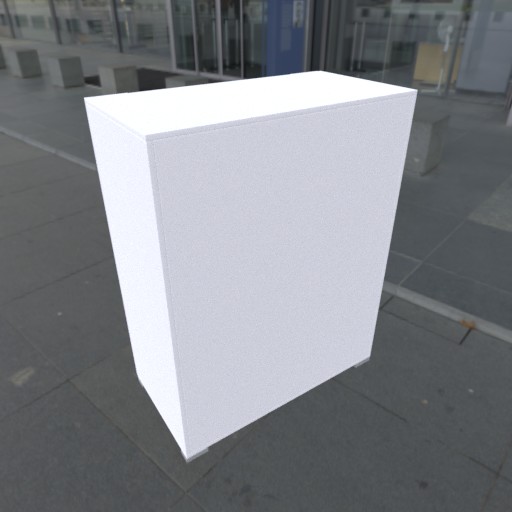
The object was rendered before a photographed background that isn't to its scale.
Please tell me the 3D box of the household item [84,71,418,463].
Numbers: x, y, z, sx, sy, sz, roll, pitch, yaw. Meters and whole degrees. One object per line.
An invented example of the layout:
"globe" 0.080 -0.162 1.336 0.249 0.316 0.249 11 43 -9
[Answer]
"household item" 0.000 0.000 1.440 0.790 1.010 0.420 -19 36 -29
